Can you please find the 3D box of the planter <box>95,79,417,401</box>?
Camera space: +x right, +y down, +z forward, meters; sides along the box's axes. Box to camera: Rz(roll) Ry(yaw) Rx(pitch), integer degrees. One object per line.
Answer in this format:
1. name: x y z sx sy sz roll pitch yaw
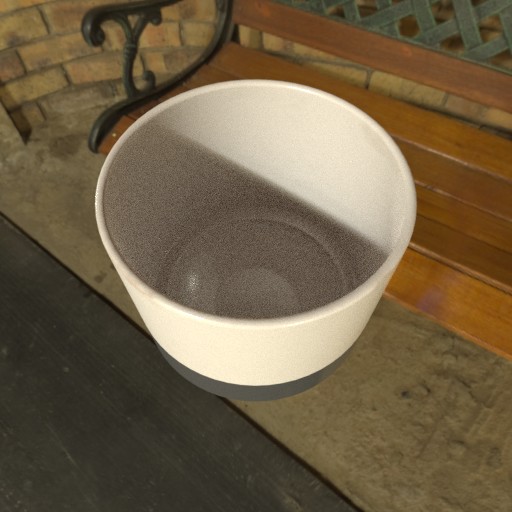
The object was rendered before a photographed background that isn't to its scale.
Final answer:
1. planter: 0.000 0.000 0.344 0.193 0.177 0.193 0 58 0
